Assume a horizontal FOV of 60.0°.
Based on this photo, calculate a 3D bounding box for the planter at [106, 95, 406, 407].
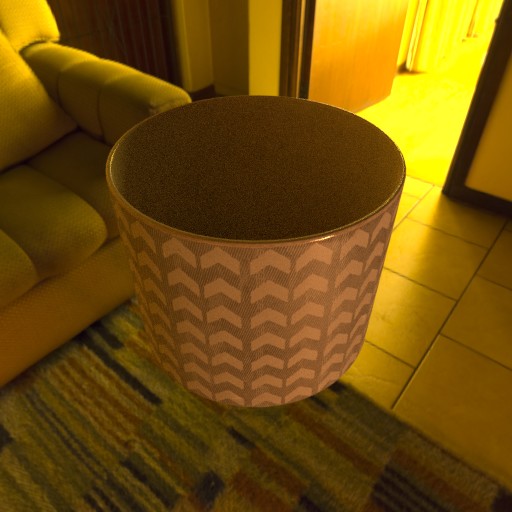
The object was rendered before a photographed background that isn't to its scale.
[{"bbox_3d":[0.000,0.000,0.457,0.250,0.239,0.250,0,41,0],"label":"planter"}]
